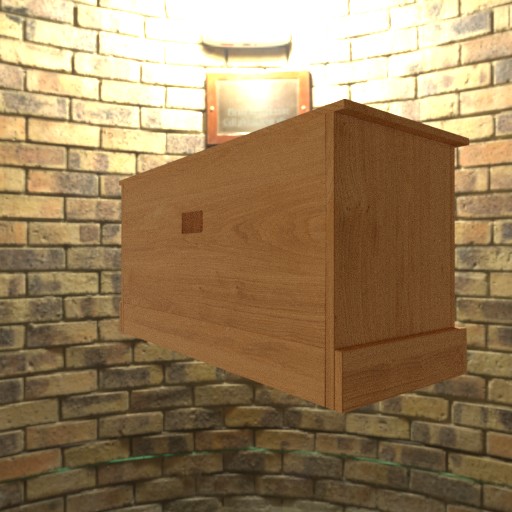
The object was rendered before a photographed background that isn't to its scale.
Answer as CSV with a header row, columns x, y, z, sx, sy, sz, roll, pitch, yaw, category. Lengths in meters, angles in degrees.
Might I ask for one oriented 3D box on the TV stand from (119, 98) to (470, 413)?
x,y,z,sx,sy,sz,roll,pitch,yaw,category
0.000,0.000,1.331,0.440,0.550,1.080,0,0,-38,TV stand
